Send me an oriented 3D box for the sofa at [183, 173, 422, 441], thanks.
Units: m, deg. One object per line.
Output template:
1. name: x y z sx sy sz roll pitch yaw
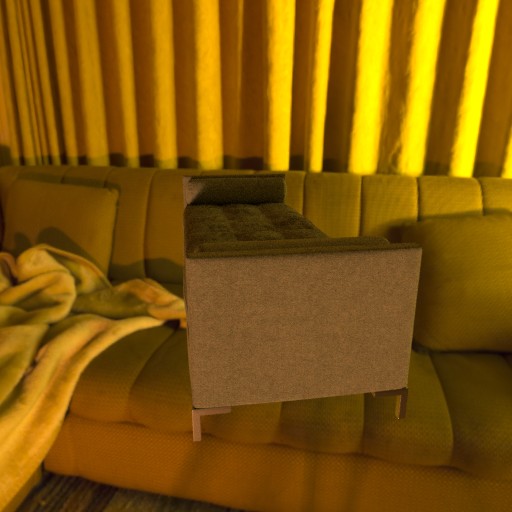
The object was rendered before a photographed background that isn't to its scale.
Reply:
1. sofa: 0.000 0.000 2.457 0.797 0.657 2.102 -3 17 -9
